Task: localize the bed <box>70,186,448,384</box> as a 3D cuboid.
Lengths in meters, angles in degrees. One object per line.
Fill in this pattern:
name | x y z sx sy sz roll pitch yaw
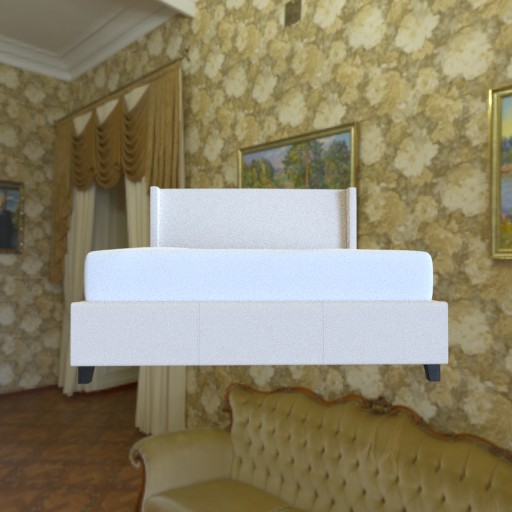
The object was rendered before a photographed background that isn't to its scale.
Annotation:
bed | 0.000 0.000 3.635 2.145 1.471 2.293 0 -1 -1
